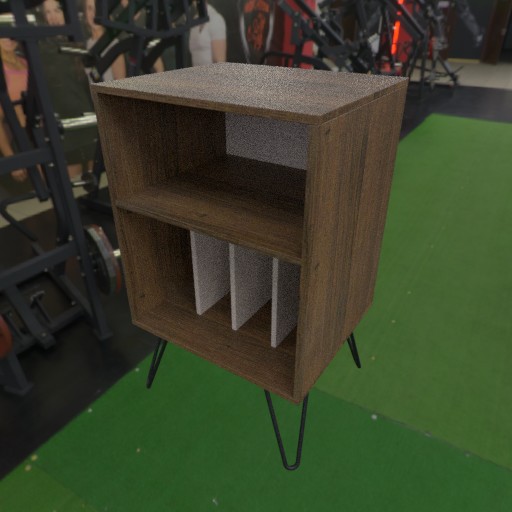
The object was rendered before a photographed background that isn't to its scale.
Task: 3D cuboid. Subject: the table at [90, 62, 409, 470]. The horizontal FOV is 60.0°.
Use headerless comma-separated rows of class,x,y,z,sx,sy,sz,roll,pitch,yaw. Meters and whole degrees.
table,0.000,0.000,1.165,0.526,0.866,0.457,18,35,28
